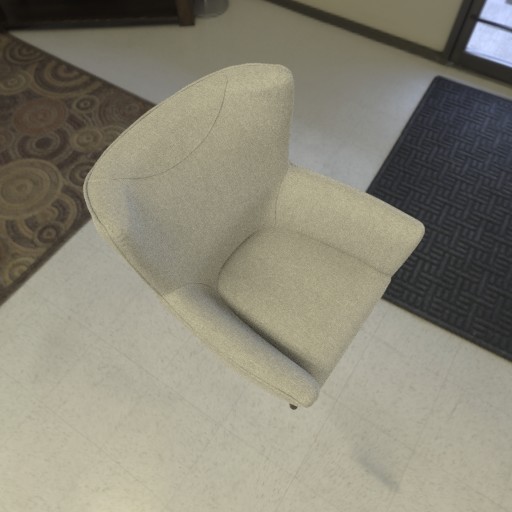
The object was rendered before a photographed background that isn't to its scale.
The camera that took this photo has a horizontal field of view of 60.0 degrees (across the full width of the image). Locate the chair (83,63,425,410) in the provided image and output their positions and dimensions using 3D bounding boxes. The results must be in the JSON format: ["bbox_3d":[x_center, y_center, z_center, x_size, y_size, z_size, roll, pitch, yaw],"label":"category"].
[{"bbox_3d":[0.000,0.000,1.567,0.888,0.933,0.781,32,64,18],"label":"chair"}]
